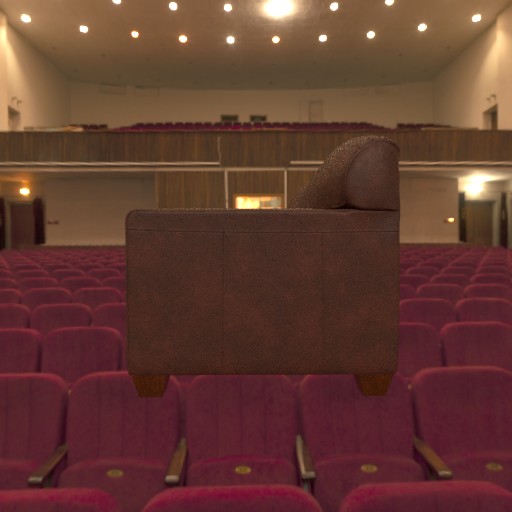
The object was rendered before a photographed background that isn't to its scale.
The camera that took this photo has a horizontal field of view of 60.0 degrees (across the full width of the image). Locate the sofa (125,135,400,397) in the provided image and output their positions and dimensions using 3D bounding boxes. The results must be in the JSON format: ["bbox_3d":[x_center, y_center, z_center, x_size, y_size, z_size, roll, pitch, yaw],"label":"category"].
[{"bbox_3d":[0.000,0.000,2.431,1.000,0.966,1.856,0,1,-1],"label":"sofa"}]
